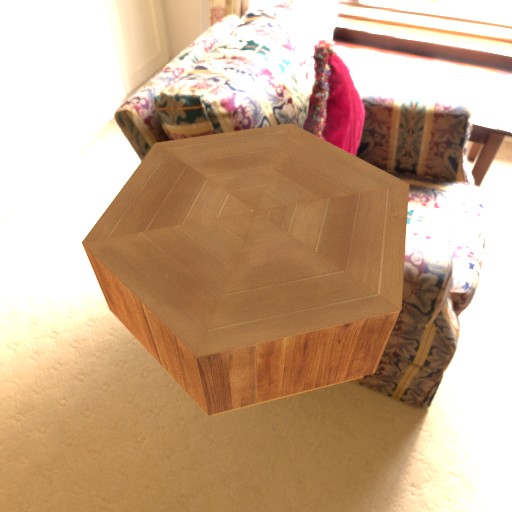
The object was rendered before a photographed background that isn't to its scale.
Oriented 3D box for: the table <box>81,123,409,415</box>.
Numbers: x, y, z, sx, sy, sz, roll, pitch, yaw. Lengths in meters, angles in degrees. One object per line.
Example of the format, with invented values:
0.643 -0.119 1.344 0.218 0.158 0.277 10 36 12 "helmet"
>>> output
0.000 0.000 1.682 1.154 0.456 1.000 -11 49 -10 "table"
